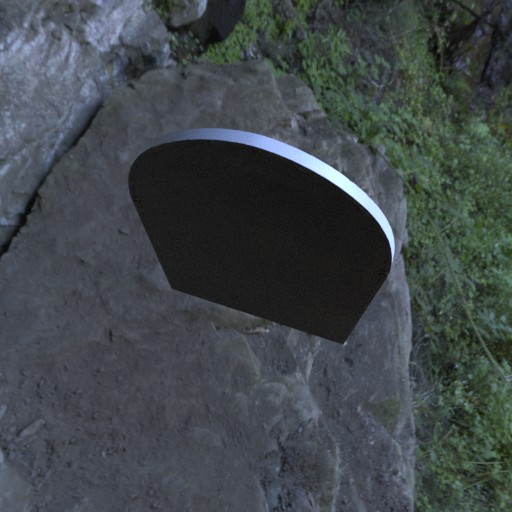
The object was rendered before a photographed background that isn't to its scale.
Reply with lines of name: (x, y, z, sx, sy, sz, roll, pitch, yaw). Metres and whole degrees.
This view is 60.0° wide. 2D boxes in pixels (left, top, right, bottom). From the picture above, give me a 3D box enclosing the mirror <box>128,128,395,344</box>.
mirror: (0.000, 0.000, 1.207, 0.660, 0.920, 0.032, 17, 65, 8)
